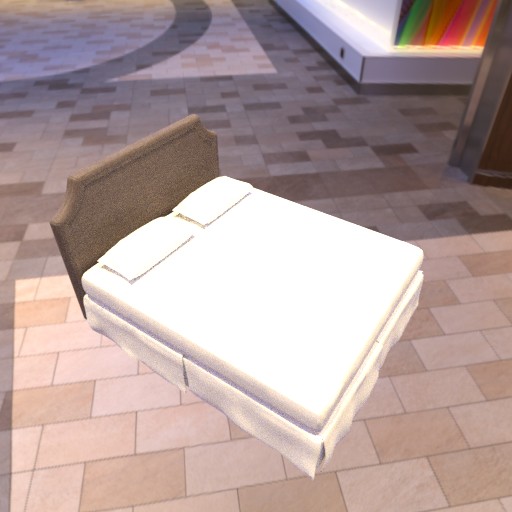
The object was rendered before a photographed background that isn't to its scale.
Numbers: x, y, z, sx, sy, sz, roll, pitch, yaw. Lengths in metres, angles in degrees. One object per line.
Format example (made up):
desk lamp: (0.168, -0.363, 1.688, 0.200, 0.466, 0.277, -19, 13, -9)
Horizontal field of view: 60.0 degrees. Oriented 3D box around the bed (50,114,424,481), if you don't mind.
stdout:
bed: (0.000, 0.000, 4.160, 2.773, 1.590, 2.350, 24, 45, 26)
